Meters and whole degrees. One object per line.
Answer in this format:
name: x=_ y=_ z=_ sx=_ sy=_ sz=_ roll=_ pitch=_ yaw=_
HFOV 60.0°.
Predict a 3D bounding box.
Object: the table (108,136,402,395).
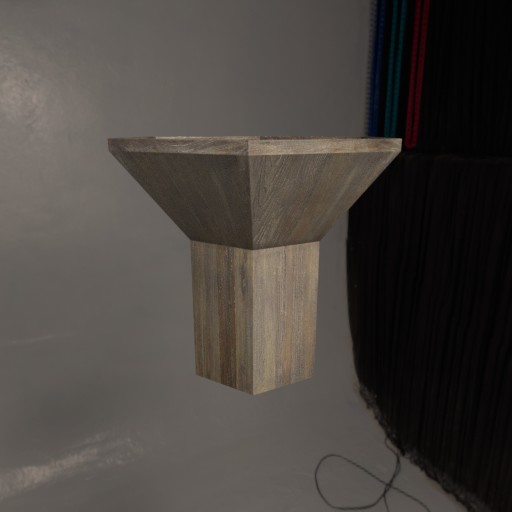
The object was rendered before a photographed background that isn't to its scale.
table: x=0.000 y=0.000 z=1.134 sx=0.683 sy=0.586 sz=0.592 roll=-8 pitch=18 yaw=-27
